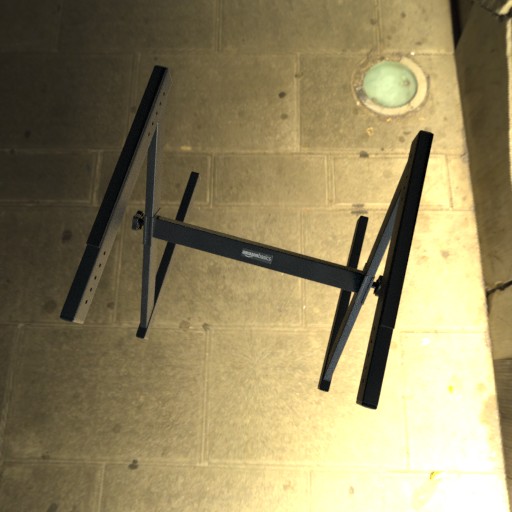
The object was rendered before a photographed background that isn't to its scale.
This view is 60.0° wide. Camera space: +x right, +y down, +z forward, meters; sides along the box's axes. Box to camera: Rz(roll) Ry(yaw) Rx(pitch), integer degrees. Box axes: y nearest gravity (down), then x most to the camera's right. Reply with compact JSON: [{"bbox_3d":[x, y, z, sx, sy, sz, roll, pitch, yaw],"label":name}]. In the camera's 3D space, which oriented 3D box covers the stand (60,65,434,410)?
[{"bbox_3d":[0.000,0.000,1.190,0.700,0.617,0.586,15,77,4],"label":"stand"}]
